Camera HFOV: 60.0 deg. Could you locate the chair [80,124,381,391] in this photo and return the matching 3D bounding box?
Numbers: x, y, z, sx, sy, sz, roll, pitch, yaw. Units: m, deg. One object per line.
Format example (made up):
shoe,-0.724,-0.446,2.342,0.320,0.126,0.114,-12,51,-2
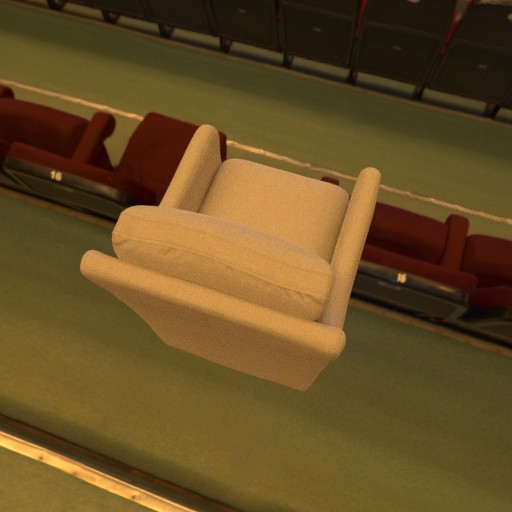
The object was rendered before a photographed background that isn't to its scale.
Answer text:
chair,0.000,0.000,1.409,0.626,0.914,0.694,17,64,8
